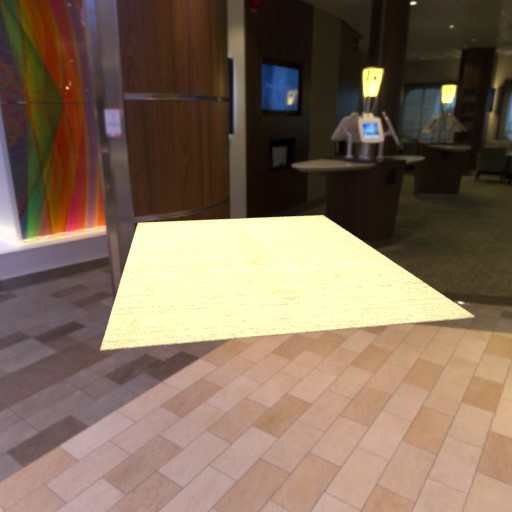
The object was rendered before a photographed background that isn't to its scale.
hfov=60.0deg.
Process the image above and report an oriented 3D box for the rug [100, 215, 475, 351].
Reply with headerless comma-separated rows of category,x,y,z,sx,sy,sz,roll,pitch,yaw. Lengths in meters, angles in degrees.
rug,0.000,0.000,4.291,2.437,0.014,3.201,-3,18,-10
